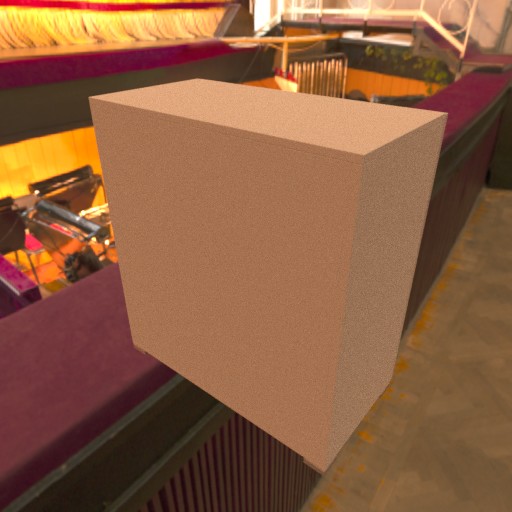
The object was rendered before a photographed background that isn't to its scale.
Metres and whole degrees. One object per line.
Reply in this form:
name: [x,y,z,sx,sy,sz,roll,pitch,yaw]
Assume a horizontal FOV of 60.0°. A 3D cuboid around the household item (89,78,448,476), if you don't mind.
household item: [0.000,0.000,1.314,0.800,0.870,0.420,22,37,33]
